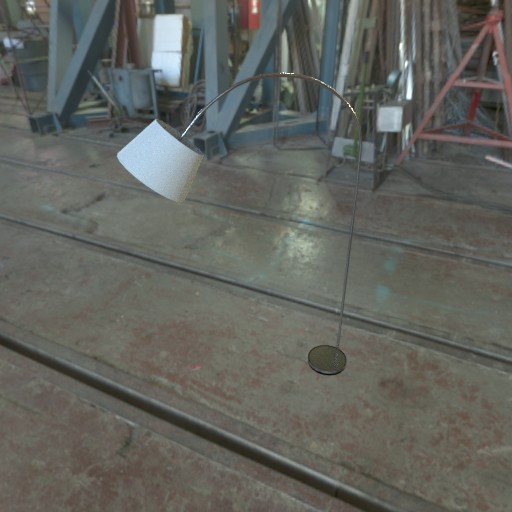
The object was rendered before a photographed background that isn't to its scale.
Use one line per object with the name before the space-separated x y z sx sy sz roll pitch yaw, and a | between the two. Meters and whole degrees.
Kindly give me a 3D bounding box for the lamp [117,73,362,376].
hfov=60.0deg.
lamp | 0.000 0.000 2.737 1.445 2.098 0.406 -10 32 -16
